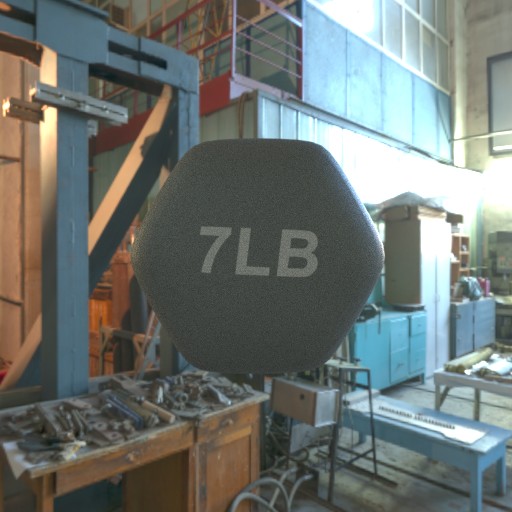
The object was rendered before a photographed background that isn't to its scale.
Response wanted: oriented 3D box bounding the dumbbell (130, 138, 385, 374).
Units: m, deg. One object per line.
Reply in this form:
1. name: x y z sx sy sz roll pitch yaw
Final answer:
1. dumbbell: 0.000 0.000 0.231 0.090 0.081 0.184 0 0 0
